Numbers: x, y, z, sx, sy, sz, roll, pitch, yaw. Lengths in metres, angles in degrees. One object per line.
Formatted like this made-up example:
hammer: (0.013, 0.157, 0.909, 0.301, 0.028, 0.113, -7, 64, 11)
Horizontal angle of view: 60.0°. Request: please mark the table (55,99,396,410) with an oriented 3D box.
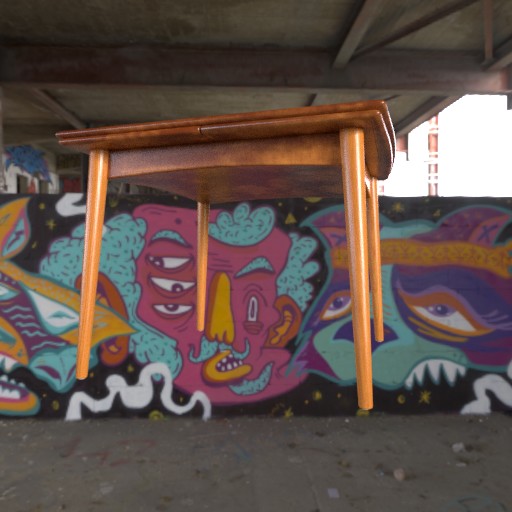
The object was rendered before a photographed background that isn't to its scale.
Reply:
table: (0.000, 0.000, 1.650, 0.991, 0.754, 0.991, 0, 1, 18)
